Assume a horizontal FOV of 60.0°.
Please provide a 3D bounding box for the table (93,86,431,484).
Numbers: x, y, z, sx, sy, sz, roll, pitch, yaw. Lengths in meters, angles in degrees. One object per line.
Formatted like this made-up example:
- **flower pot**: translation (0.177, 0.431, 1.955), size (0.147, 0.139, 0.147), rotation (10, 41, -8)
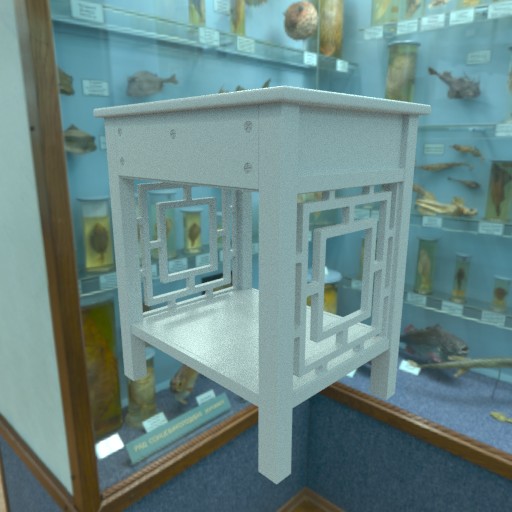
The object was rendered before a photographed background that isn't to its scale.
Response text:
- **table**: translation (0.000, 0.000, 1.012), size (0.451, 0.646, 0.564), rotation (-14, 20, -43)
